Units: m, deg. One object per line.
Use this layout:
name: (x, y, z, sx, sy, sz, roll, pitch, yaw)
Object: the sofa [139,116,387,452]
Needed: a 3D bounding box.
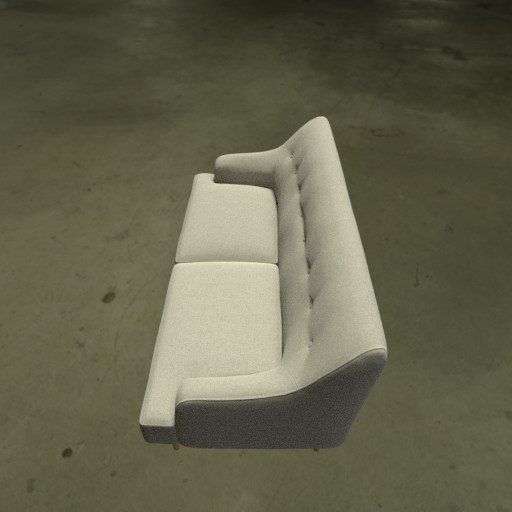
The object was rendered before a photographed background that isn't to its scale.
sofa: (0.000, 0.000, 2.566, 0.978, 0.871, 2.057, 0, 41, 1)
